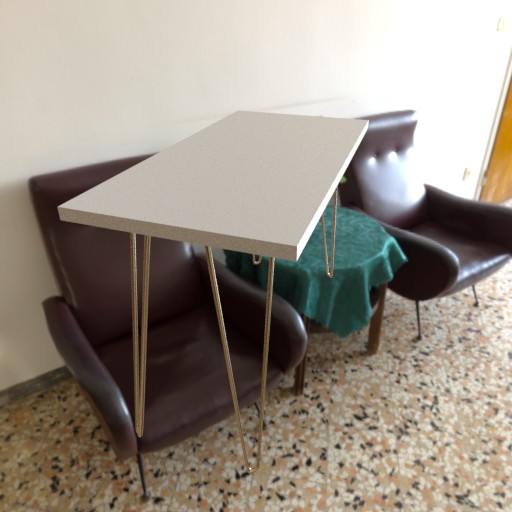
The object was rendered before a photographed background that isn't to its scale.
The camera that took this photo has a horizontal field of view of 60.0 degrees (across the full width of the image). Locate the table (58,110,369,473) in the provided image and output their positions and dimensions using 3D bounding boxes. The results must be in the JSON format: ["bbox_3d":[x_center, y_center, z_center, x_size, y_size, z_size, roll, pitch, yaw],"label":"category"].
[{"bbox_3d":[0.000,0.000,1.385,0.498,0.660,0.991,10,31,17],"label":"table"}]
